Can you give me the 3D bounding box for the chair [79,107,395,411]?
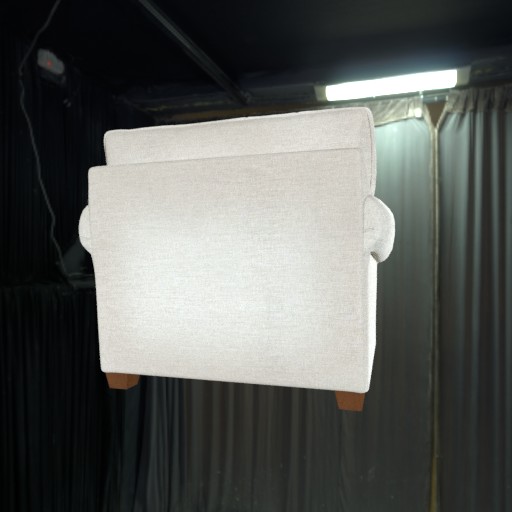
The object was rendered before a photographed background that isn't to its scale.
[{"bbox_3d":[0.000,0.000,1.829,1.092,0.961,0.965,0,-1,17],"label":"chair"}]
